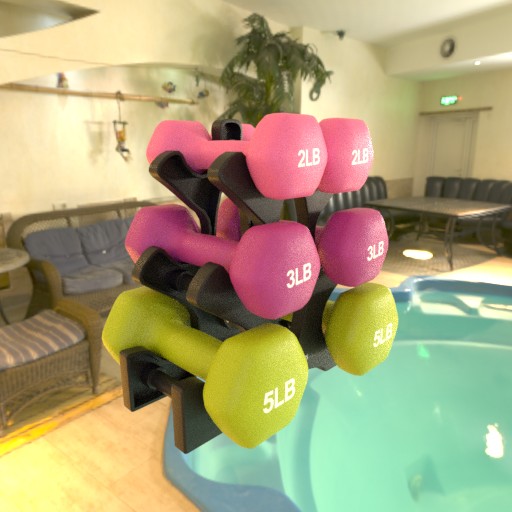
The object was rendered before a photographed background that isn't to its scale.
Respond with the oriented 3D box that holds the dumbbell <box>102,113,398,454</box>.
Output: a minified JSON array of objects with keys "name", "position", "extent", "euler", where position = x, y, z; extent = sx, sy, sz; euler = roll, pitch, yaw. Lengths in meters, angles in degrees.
[{"name":"dumbbell","position":[0.000,0.000,0.437],"extent":[0.203,0.261,0.257],"euler":[14,20,43]}]
